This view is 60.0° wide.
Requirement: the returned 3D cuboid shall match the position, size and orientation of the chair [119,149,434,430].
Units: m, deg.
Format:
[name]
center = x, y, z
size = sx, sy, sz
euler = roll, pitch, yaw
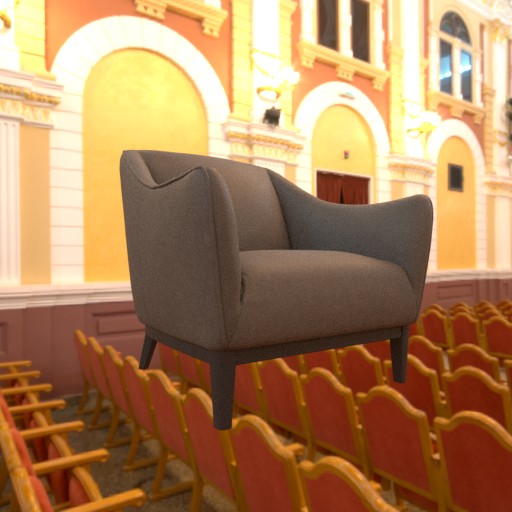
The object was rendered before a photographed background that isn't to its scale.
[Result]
[chair]
center = 0.000, 0.000, 1.548
size = 0.871, 0.830, 0.852
euler = 0, 0, -35
